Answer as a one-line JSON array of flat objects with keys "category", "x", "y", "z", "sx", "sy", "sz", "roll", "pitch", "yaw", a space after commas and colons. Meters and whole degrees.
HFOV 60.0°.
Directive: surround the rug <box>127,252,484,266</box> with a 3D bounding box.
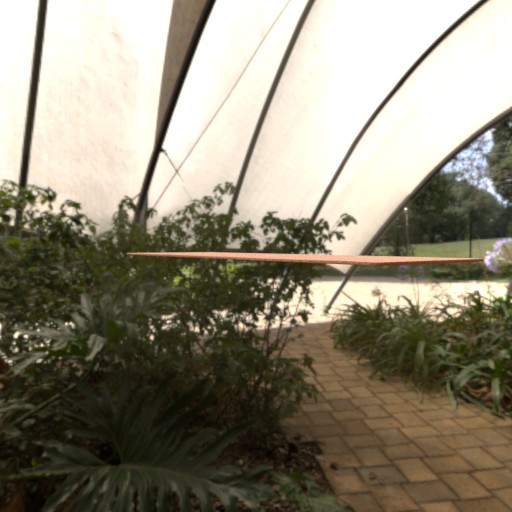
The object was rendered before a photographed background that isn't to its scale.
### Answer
[{"category": "rug", "x": 0.000, "y": 0.000, "z": 2.731, "sx": 0.760, "sy": 0.015, "sz": 2.435, "roll": -1, "pitch": 2, "yaw": -36}]
